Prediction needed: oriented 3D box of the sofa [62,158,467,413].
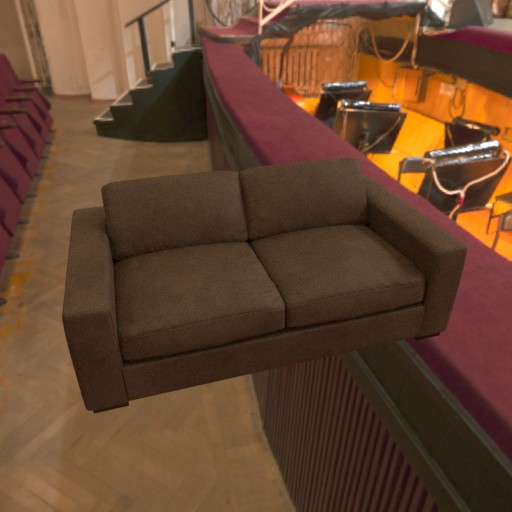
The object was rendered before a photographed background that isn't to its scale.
[{"bbox_3d":[0.000,0.000,2.464,1.920,0.800,1.070,-9,32,-14],"label":"sofa"}]
